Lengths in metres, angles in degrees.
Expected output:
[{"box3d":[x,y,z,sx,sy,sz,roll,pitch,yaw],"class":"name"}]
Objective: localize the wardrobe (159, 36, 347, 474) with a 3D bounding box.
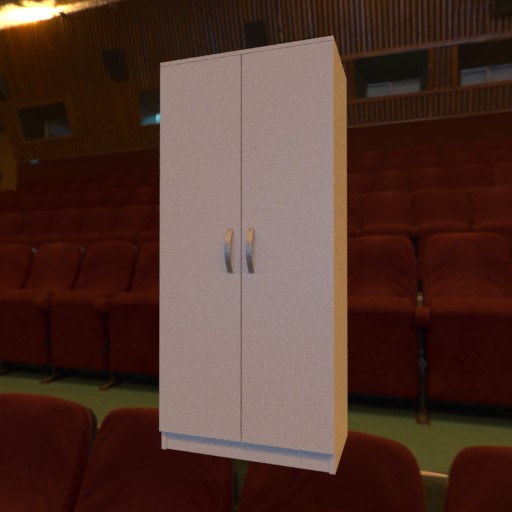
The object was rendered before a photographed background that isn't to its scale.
[{"box3d":[0.000,0.000,2.012,0.760,1.700,0.470,0,-1,18],"class":"wardrobe"}]
